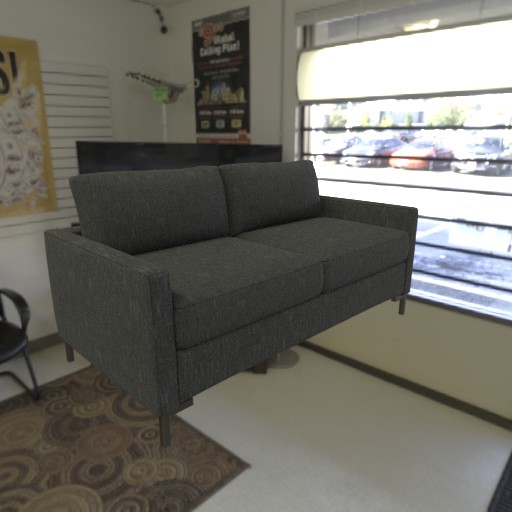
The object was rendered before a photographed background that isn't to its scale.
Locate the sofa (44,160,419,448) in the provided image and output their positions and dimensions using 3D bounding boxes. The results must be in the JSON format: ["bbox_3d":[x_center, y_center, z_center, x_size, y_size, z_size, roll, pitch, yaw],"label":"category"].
[{"bbox_3d":[0.000,0.000,2.194,1.716,0.862,0.866,-15,22,-42],"label":"sofa"}]
